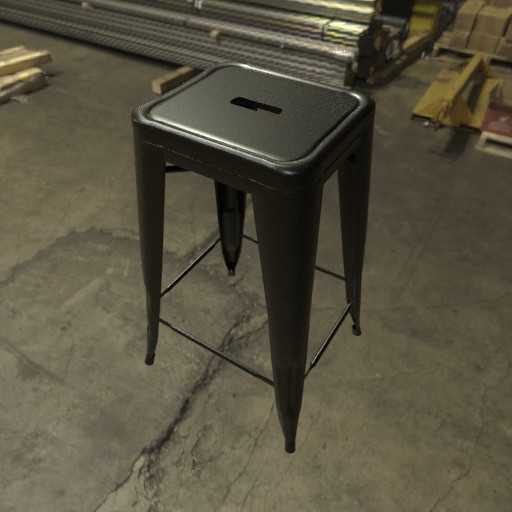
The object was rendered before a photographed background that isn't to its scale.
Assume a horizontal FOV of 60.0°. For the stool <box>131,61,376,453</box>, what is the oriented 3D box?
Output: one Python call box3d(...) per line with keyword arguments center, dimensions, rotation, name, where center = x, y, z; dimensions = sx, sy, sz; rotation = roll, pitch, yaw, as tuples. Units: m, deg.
box3d(center=(0.000, 0.000, 0.850), dimensions=(0.399, 0.609, 0.359), rotation=(24, 49, 22), name="stool")
